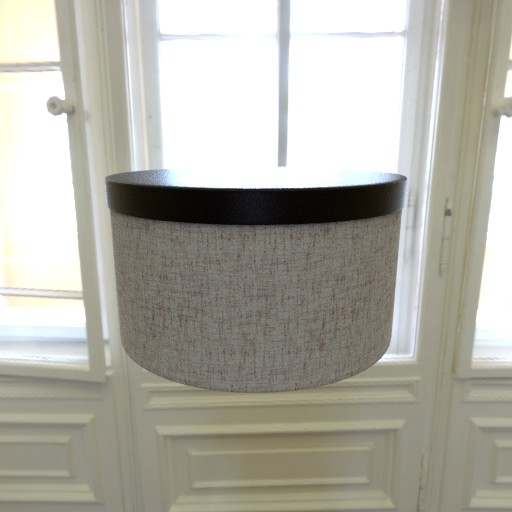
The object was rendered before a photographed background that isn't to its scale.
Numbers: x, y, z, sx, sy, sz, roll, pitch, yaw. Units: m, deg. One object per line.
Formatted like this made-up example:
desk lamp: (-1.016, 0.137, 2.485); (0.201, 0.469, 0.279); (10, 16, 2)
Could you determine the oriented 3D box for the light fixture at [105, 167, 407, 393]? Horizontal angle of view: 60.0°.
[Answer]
light fixture: (0.000, 0.000, 0.628); (0.389, 0.229, 0.389); (0, 14, 0)
